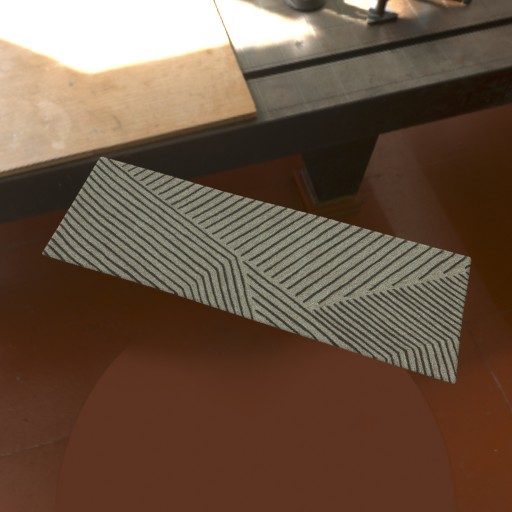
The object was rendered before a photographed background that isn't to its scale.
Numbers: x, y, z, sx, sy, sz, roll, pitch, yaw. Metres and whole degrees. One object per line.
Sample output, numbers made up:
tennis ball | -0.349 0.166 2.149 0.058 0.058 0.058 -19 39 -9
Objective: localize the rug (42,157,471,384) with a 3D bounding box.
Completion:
rug | 0.000 0.000 2.638 2.439 0.020 0.773 16 65 8
